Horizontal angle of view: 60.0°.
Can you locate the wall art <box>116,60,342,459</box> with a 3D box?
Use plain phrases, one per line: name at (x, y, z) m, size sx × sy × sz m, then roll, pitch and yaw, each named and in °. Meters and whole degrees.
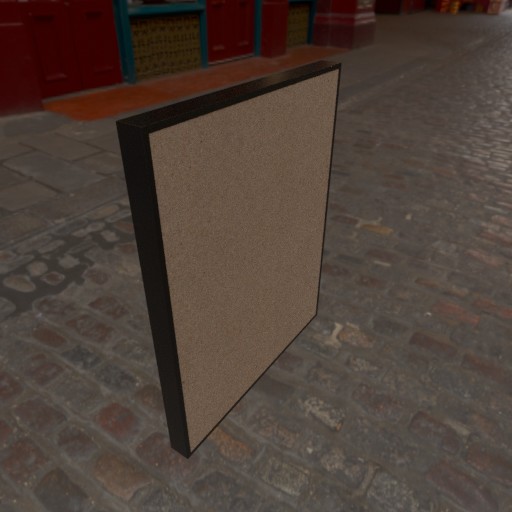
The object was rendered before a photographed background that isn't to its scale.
wall art at (0.000, 0.000, 0.748) m, size 0.038 × 0.551 × 0.448 m, roll 21°, pitch 38°, yaw 29°
